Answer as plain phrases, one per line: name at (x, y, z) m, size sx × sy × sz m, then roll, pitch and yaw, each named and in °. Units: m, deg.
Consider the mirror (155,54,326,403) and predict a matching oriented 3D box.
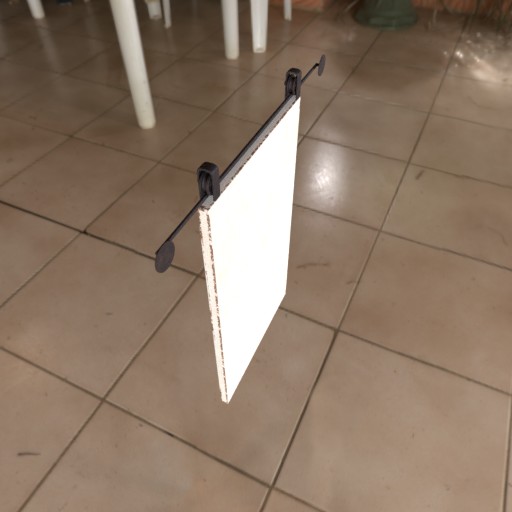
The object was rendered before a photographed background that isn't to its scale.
mirror at (0.000, 0.000, 1.192) m, size 0.037 × 0.844 × 0.808 m, roll 18°, pitch 49°, yaw 17°
